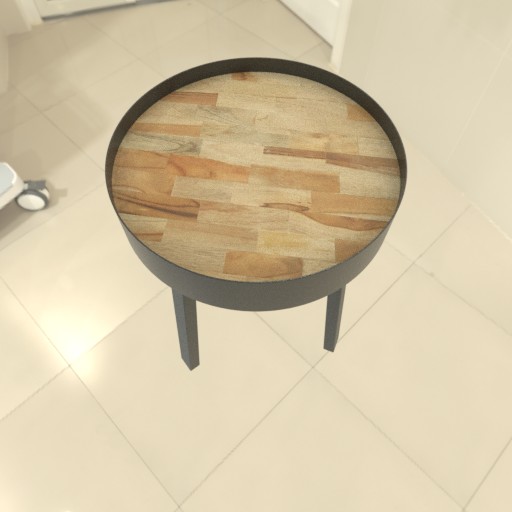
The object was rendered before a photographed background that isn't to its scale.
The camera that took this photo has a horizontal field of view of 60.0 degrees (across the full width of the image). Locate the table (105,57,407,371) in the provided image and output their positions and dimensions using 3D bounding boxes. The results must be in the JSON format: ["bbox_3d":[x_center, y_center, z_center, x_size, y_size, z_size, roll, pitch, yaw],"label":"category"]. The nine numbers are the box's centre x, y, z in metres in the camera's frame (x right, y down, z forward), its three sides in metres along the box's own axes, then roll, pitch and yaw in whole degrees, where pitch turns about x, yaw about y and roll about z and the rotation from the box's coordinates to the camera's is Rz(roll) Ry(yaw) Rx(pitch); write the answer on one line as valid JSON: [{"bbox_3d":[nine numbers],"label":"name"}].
[{"bbox_3d":[0.000,0.000,0.844,0.406,0.559,0.406,0,59,0],"label":"table"}]
